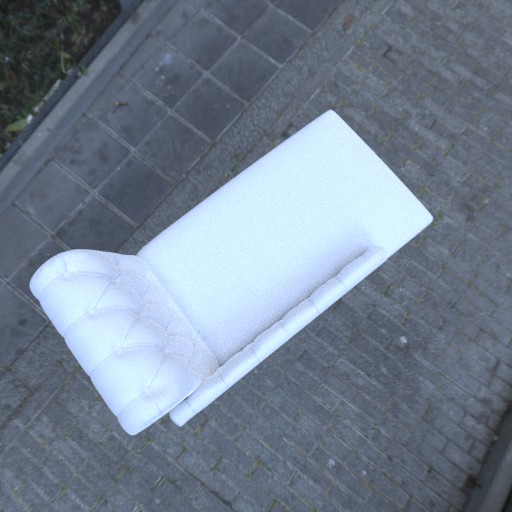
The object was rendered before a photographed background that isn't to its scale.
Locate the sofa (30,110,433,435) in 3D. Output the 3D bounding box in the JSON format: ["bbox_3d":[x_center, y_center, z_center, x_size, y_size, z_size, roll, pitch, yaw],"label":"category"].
[{"bbox_3d":[0.000,0.000,1.775,1.379,0.787,0.675,-37,78,-9],"label":"sofa"}]
